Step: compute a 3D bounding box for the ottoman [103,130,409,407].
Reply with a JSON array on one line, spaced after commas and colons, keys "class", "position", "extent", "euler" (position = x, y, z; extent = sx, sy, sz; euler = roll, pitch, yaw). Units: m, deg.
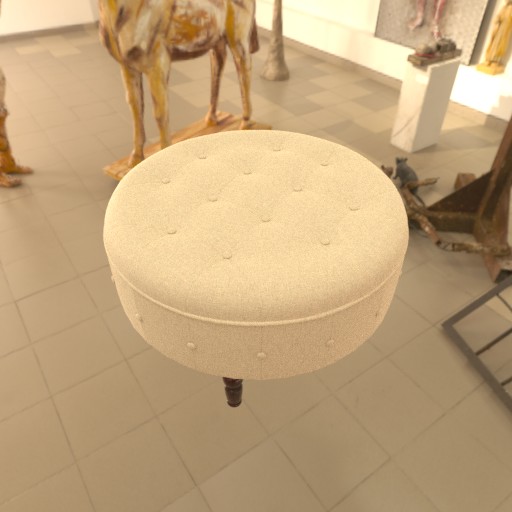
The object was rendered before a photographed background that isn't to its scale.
[{"class": "ottoman", "position": [0.000, 0.000, 1.381], "extent": [0.848, 0.494, 0.848], "euler": [0, 41, 0]}]
